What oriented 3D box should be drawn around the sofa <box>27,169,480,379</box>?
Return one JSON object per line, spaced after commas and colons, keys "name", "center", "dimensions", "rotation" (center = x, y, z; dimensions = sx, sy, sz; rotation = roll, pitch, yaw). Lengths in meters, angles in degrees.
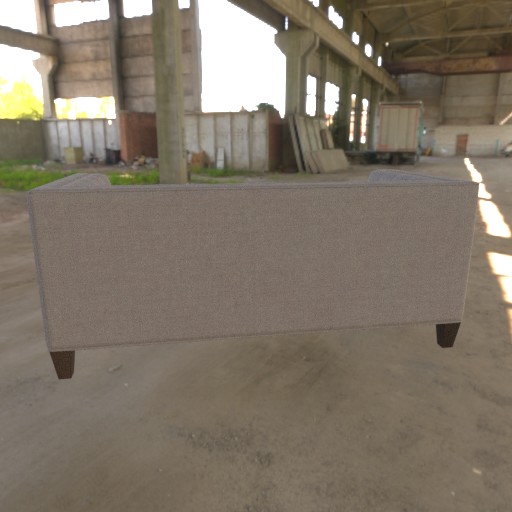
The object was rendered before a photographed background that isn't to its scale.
{"name": "sofa", "center": [0.000, 0.000, 2.161], "dimensions": [1.778, 0.762, 0.775], "rotation": [-2, 15, -9]}
